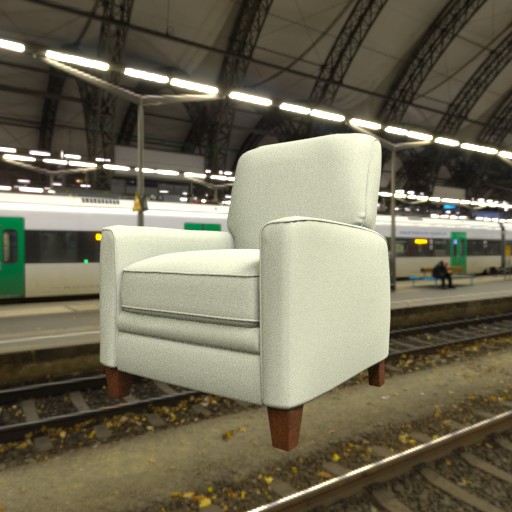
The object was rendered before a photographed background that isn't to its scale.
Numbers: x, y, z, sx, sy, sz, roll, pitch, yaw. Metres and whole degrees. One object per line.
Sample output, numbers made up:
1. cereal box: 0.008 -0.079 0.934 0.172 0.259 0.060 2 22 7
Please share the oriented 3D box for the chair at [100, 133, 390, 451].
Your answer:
1. chair: 0.000 0.000 1.676 0.853 1.007 0.846 1 1 36
